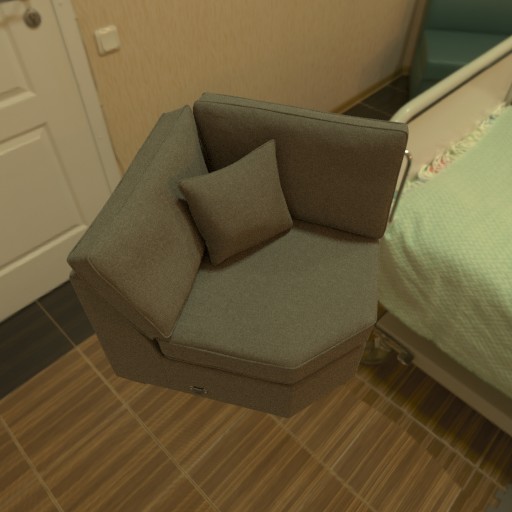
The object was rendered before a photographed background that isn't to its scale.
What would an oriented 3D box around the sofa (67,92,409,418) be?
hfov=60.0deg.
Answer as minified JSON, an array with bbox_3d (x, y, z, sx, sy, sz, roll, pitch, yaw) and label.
[{"bbox_3d":[0.000,0.000,1.888,1.042,0.951,1.050,11,49,10],"label":"sofa"}]
